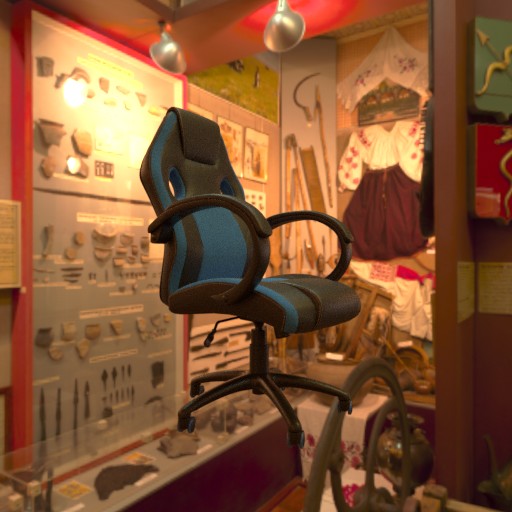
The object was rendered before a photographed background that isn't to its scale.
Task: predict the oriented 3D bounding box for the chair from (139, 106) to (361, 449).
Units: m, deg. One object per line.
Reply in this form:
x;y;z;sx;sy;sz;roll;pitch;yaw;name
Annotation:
0.000;0.000;1.669;0.724;1.187;0.673;0;0;35;chair
